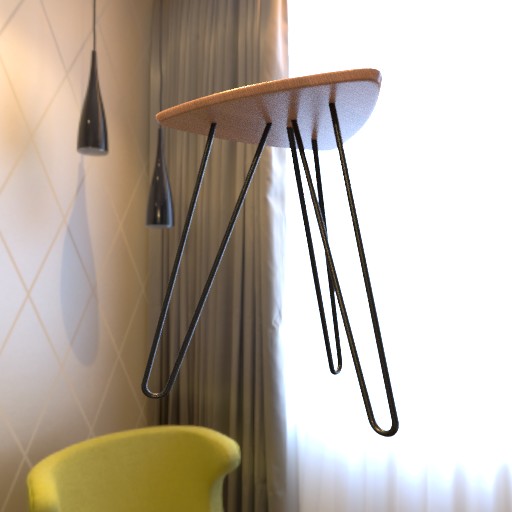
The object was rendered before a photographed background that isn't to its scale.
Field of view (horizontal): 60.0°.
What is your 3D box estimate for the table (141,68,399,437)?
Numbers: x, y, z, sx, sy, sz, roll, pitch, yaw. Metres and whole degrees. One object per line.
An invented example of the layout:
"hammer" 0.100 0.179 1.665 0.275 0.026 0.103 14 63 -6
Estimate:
"table" 0.000 0.000 0.885 0.455 0.564 0.442 0 -2 0
